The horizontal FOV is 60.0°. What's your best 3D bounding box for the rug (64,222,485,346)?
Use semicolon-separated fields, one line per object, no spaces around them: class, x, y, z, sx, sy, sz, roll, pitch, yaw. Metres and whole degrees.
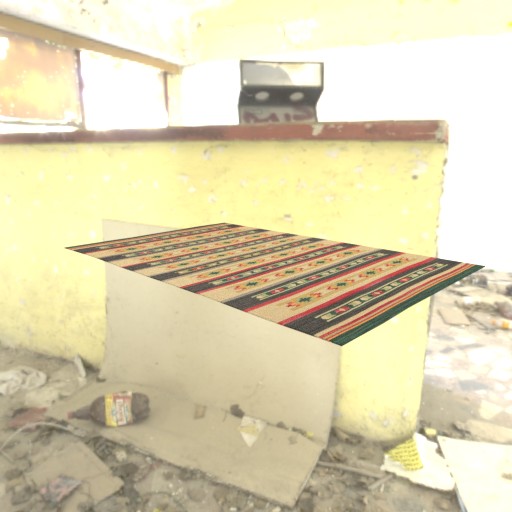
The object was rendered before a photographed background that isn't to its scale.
rug;0.000;0.000;2.872;2.311;0.010;1.522;13;18;43
